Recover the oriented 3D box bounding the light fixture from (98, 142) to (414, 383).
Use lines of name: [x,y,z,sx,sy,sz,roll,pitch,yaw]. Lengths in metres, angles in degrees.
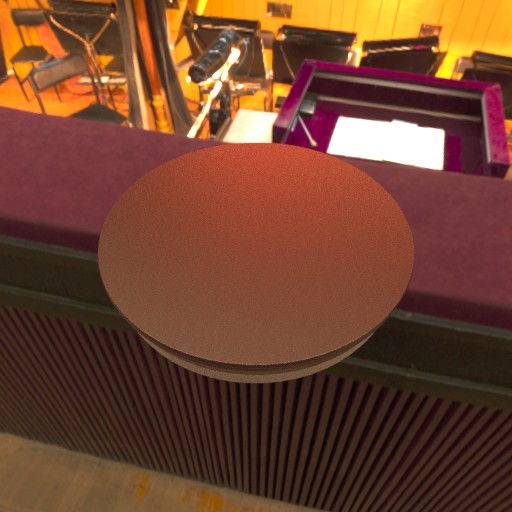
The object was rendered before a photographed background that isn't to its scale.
light fixture: [0.000,0.000,0.564,0.368,0.100,0.368,0,47,0]
